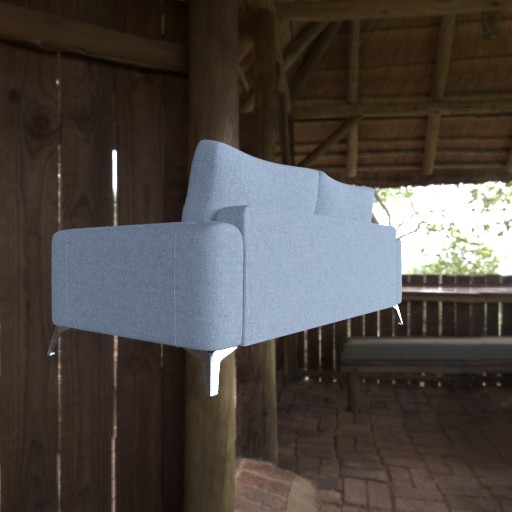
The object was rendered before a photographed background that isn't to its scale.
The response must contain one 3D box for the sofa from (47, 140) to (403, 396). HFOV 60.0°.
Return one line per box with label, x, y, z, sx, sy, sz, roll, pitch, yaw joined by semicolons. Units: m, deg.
sofa;0.000;0.000;2.164;0.920;0.790;1.650;0;0;36
